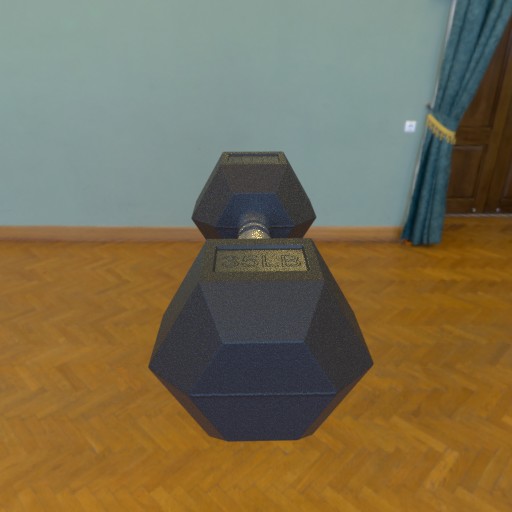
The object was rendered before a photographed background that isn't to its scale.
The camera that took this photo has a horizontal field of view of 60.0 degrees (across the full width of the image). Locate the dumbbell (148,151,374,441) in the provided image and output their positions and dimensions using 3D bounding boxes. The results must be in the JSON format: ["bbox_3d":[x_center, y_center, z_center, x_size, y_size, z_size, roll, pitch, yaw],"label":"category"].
[{"bbox_3d":[0.000,0.000,0.413,0.141,0.123,0.356,-1,27,-1],"label":"dumbbell"}]
